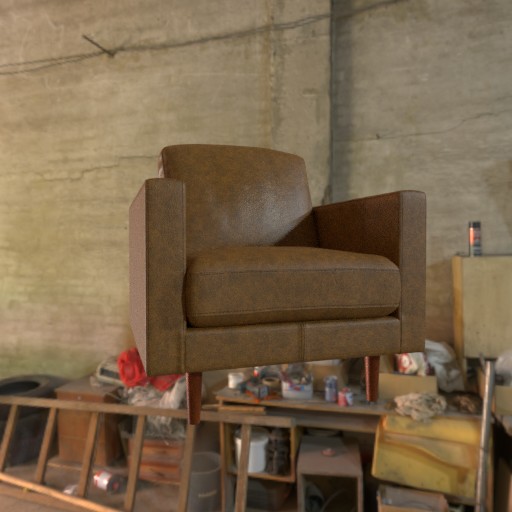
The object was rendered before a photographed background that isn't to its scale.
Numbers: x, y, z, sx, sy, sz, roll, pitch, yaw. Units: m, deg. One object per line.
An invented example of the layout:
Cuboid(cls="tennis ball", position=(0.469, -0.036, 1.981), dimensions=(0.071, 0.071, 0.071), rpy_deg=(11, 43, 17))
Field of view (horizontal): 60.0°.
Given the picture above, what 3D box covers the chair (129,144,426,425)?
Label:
Cuboid(cls="chair", position=(0.000, 0.000, 1.683), dimensions=(0.890, 0.956, 0.909), rpy_deg=(0, 1, -18))
